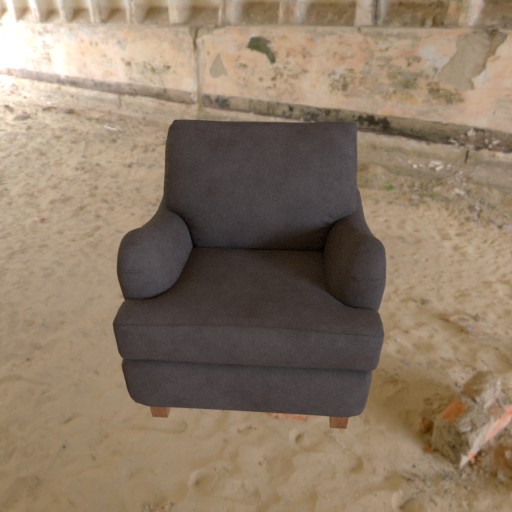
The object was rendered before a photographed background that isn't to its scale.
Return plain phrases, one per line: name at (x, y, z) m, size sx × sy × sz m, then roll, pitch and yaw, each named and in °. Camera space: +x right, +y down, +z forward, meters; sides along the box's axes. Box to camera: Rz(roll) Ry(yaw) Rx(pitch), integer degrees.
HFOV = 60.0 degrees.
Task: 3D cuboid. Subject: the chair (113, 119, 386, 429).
chair at (0.000, 0.000, 1.882) m, size 0.955 × 0.997 × 1.070 m, roll 2°, pitch 29°, yaw 4°
